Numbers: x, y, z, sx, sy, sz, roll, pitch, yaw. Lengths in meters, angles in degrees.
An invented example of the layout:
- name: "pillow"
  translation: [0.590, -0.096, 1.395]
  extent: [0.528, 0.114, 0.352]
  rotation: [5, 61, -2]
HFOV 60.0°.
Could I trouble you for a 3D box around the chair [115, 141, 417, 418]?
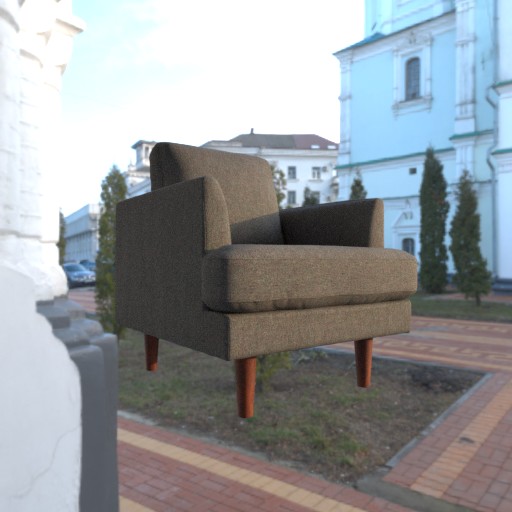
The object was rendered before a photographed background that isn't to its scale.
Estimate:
- name: "chair"
  translation: [0.000, 0.000, 1.730]
  extent: [0.858, 0.957, 0.899]
  rotation: [0, -1, -36]
